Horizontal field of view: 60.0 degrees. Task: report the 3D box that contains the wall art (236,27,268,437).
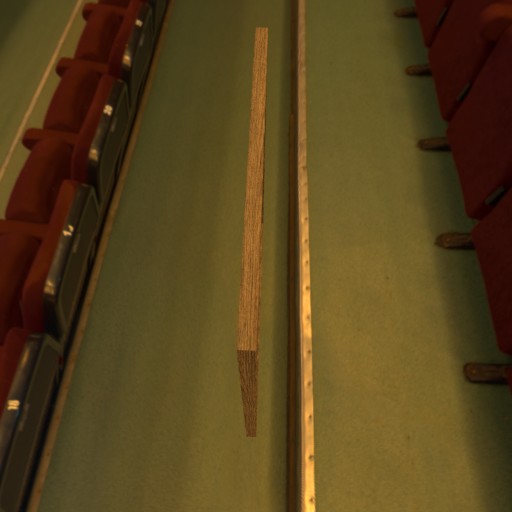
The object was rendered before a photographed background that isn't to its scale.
[{"bbox_3d":[0.000,0.000,0.764,0.019,0.508,0.508,2,59,1],"label":"wall art"}]
